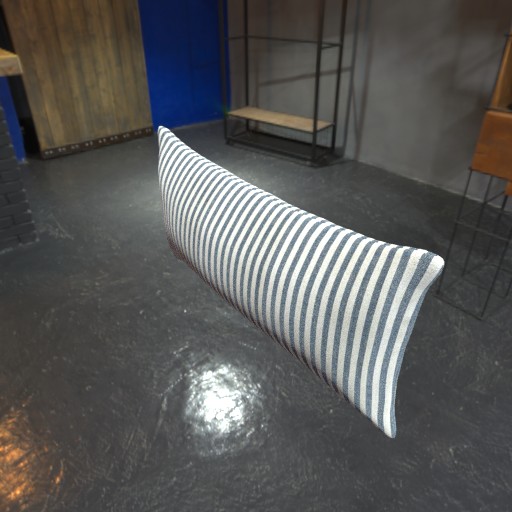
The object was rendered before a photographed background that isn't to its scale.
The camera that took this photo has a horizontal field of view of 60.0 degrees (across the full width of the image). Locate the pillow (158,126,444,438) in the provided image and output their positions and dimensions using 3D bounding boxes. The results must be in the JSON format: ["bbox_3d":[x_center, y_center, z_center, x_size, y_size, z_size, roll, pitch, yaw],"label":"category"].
[{"bbox_3d":[0.000,0.000,0.731,0.151,0.295,0.617,-22,38,-31],"label":"pillow"}]
